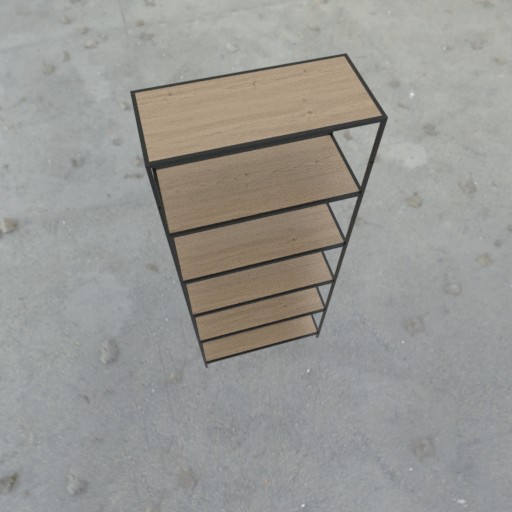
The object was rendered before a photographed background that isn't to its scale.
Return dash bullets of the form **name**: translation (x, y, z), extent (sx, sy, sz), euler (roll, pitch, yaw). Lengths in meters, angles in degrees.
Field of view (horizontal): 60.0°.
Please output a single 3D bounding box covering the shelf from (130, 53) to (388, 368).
- **shelf**: translation (0.000, 0.000, 2.217), extent (0.770, 1.850, 0.350), euler (-13, 59, -8)
